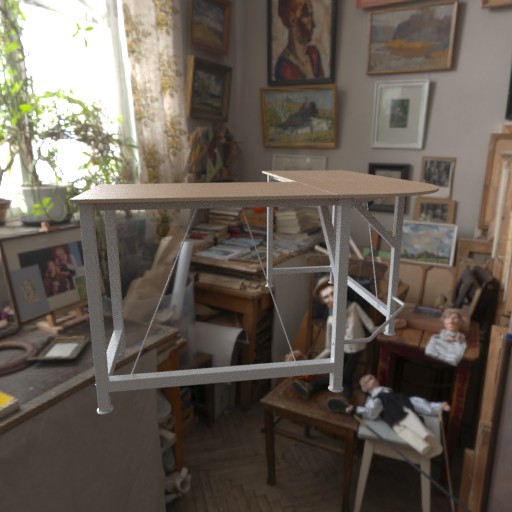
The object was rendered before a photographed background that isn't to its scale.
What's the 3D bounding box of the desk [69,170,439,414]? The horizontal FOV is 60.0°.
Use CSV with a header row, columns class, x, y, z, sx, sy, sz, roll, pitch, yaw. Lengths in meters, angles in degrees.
class,x,y,z,sx,sy,sz,roll,pitch,yaw
desk,0.000,0.000,2.235,1.400,0.762,1.400,-2,14,-9
